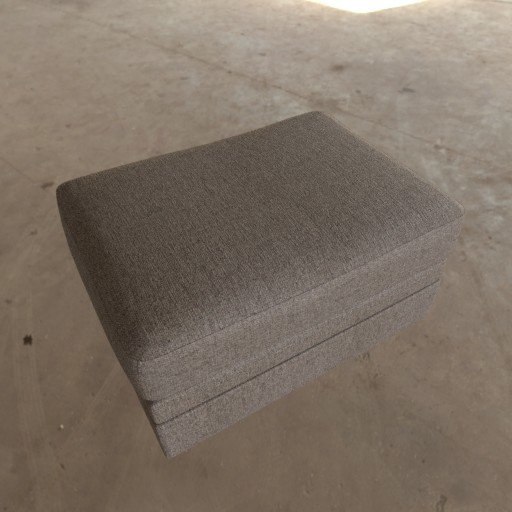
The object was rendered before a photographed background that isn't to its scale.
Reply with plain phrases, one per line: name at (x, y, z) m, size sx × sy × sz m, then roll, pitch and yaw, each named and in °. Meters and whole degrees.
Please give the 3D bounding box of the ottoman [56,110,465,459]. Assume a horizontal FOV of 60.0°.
ottoman at (0.000, 0.000, 1.235) m, size 0.885 × 0.478 × 0.637 m, roll -22°, pitch 49°, yaw -21°
